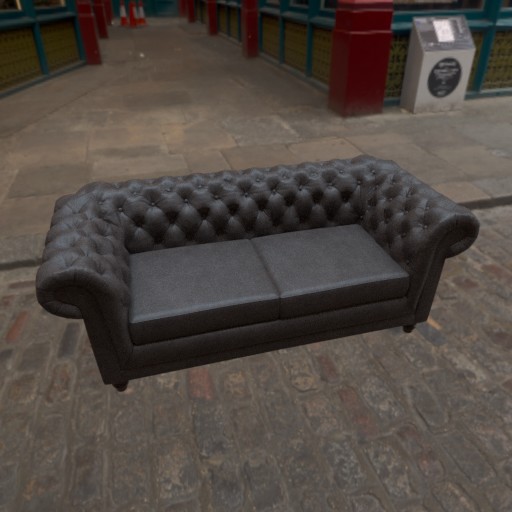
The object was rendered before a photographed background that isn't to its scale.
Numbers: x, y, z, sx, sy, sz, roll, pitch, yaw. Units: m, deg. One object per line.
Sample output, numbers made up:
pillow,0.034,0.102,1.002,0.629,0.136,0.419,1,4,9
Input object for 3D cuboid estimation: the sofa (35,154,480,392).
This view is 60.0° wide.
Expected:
sofa,0.000,0.000,2.459,2.048,0.779,0.944,-8,33,-13
